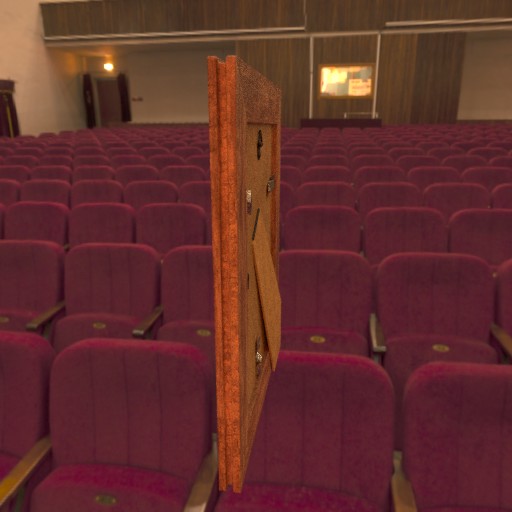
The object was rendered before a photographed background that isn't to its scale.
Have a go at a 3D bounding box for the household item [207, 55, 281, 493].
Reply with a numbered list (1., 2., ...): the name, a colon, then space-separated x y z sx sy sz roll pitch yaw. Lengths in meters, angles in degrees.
1. household item: 0.000 0.000 0.316 0.018 0.237 0.186 3 16 9
